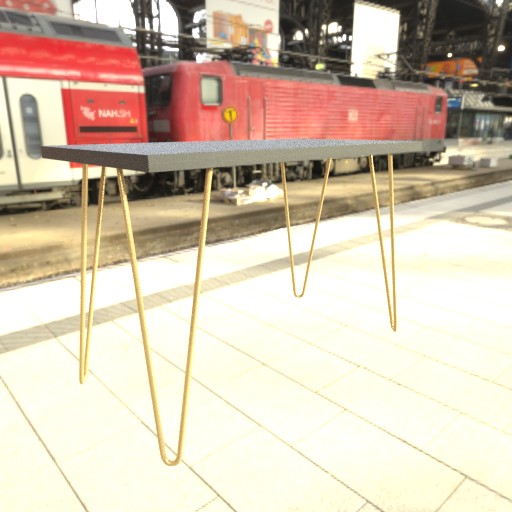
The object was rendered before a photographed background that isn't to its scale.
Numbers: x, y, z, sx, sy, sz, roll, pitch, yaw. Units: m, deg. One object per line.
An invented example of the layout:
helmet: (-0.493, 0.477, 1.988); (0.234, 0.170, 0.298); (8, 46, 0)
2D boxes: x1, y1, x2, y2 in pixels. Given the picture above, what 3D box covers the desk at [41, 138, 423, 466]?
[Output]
desk: (0.000, 0.000, 1.340); (0.991, 0.660, 0.499); (-15, 22, -42)
